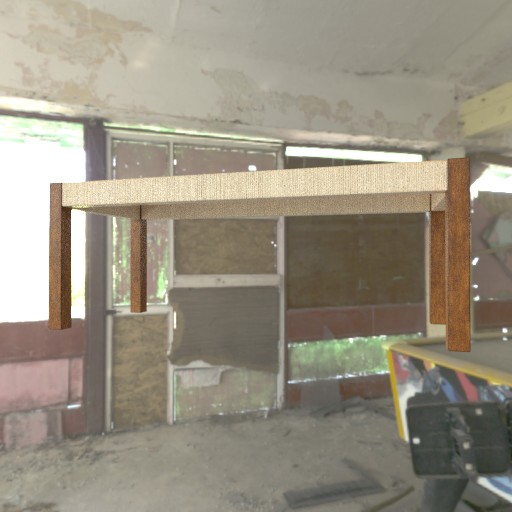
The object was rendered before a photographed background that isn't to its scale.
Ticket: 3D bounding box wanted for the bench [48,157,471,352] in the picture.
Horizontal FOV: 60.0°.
[{"bbox_3d":[0.000,0.000,1.452,1.198,0.457,0.507,0,0,17],"label":"bench"}]
